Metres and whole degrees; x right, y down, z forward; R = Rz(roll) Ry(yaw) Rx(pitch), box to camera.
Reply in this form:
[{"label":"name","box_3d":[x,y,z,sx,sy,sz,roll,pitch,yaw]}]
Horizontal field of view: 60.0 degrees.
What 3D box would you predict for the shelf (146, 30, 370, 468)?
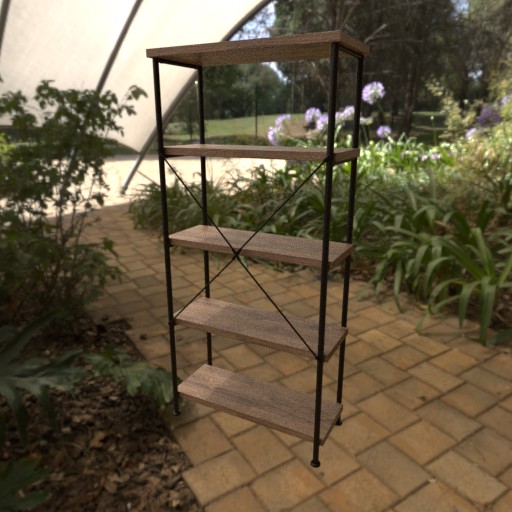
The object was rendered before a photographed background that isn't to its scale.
[{"label":"shelf","box_3d":[0.000,0.000,1.979,0.800,1.700,0.360,9,19,27]}]
